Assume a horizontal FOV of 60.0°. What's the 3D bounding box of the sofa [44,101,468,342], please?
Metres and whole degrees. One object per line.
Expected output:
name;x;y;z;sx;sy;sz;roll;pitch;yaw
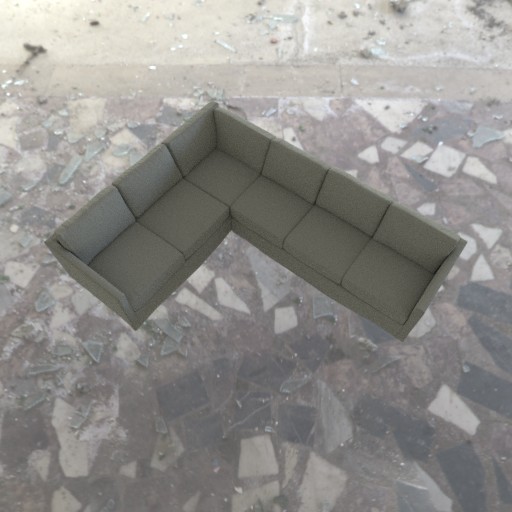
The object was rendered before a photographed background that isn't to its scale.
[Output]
sofa;0.000;0.000;4.361;3.182;0.871;2.432;33;65;18
